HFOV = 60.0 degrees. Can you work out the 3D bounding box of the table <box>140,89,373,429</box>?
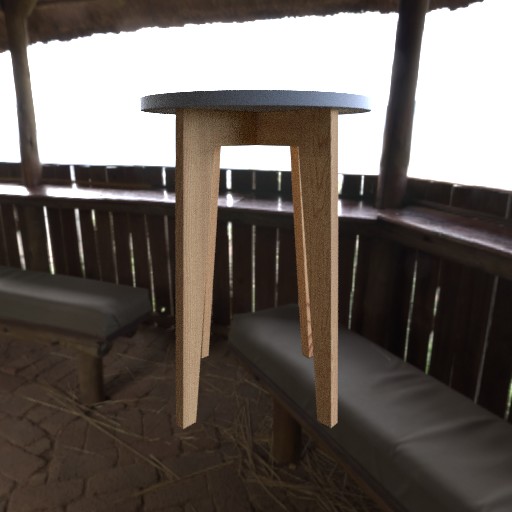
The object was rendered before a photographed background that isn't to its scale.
[{"bbox_3d":[0.000,0.000,0.753,0.350,0.500,0.350,0,15,0],"label":"table"}]
